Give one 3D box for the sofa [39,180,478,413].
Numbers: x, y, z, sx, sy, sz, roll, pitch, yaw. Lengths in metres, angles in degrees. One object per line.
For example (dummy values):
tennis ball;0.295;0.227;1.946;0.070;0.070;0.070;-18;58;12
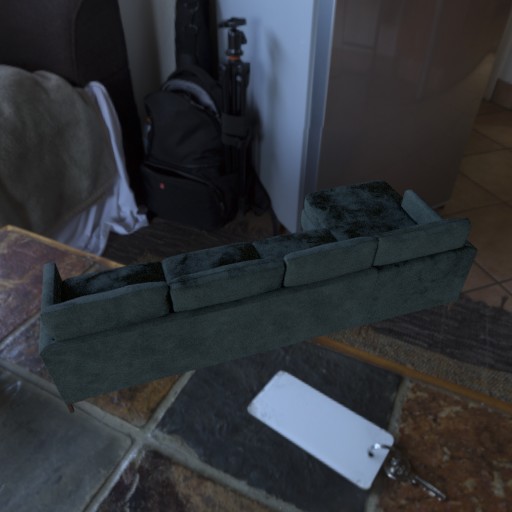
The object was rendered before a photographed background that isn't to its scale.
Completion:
sofa;0.000;0.000;3.897;3.400;0.967;1.500;-12;42;-14
